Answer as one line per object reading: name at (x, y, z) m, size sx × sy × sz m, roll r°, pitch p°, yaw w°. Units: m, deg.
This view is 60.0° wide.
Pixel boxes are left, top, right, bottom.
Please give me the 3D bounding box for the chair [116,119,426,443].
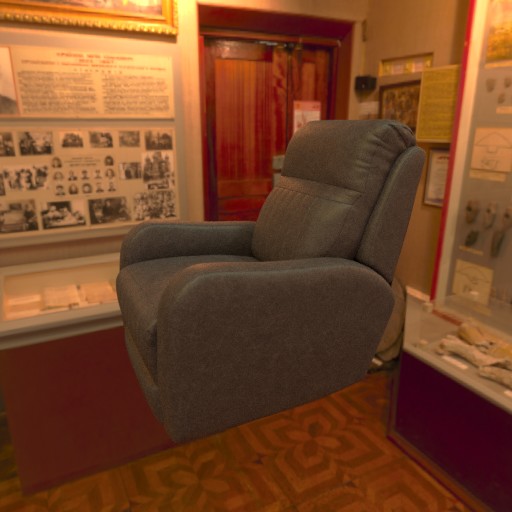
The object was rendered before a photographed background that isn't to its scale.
chair at (0.000, 0.000, 1.808) m, size 1.067 × 1.067 × 0.865 m, roll -8°, pitch 19°, yaw -24°
